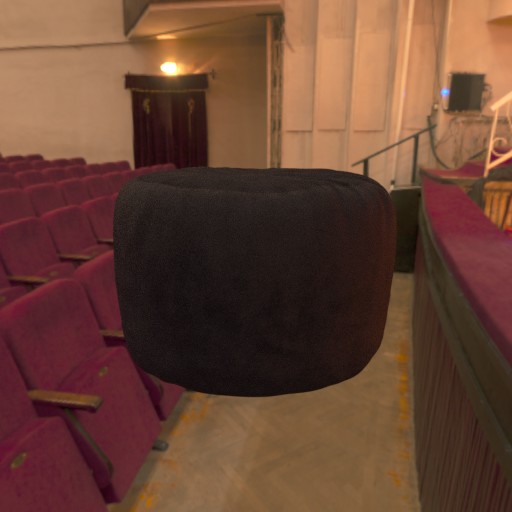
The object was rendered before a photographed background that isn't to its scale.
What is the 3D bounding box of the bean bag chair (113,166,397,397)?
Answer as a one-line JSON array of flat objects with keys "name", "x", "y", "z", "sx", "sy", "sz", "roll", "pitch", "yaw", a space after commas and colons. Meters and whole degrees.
[{"name": "bean bag chair", "x": 0.000, "y": 0.000, "z": 1.998, "sx": 1.219, "sy": 0.762, "sz": 1.219, "roll": 0, "pitch": 15, "yaw": 0}]
